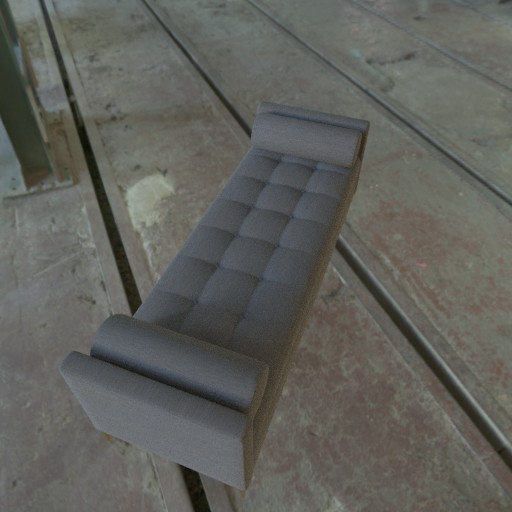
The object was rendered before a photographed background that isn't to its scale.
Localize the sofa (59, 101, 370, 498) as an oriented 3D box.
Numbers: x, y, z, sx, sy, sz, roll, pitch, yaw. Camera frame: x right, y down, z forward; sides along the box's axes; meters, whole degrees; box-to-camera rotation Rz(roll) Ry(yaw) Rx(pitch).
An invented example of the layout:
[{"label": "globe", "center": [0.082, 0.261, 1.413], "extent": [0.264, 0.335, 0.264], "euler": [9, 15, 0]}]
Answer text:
[{"label": "sofa", "center": [0.000, 0.000, 2.254], "extent": [0.686, 0.635, 1.981], "euler": [16, 49, 14]}]
